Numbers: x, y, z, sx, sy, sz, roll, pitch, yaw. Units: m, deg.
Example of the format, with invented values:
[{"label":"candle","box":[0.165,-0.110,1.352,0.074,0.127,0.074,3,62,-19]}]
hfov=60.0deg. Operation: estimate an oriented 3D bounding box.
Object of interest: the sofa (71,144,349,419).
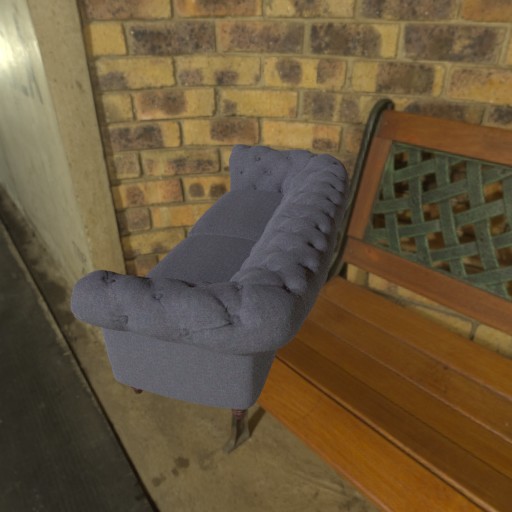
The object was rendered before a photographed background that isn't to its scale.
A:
[{"label":"sofa","box":[0.000,0.000,2.900,1.046,0.836,2.335,8,31,14]}]
